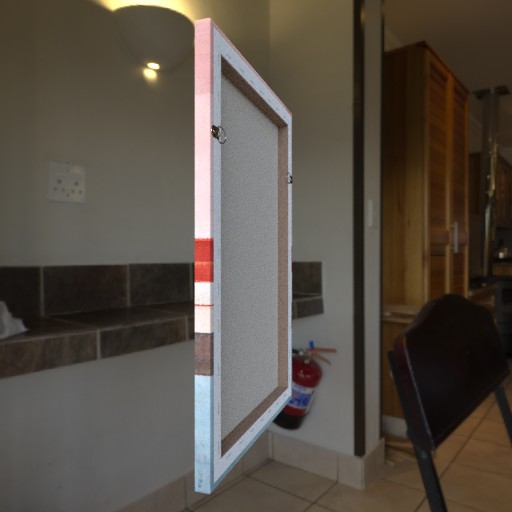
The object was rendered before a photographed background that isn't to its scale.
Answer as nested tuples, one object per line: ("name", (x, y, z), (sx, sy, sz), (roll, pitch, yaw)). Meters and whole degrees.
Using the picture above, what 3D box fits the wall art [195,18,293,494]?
("wall art", (0.000, 0.000, 1.143), (0.038, 0.914, 0.610), (0, 0, 19))
